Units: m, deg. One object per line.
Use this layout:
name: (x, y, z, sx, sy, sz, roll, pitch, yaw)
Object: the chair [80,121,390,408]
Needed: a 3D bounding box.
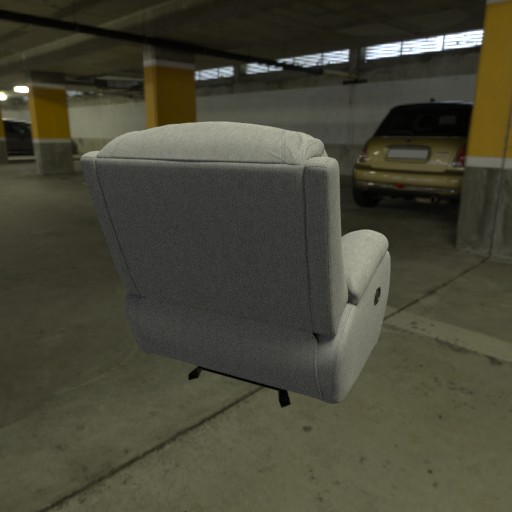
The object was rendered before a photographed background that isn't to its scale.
chair: (0.000, 0.000, 1.763, 0.930, 1.011, 0.899, 8, 17, 26)
